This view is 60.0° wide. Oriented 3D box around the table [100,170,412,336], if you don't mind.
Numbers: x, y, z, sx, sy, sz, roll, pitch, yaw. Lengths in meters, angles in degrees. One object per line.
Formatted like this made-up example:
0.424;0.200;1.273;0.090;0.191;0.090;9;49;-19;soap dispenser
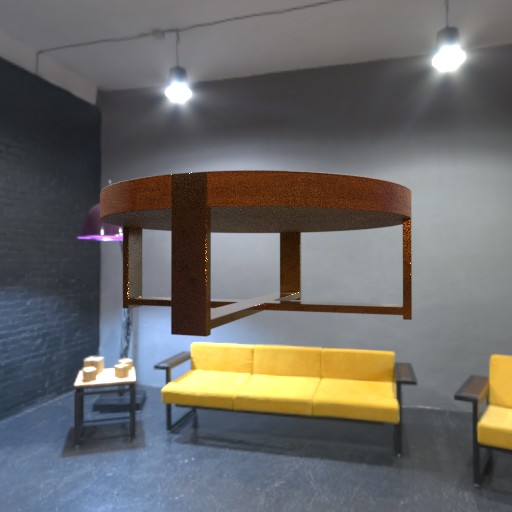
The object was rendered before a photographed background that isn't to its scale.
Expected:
0.000;0.000;1.663;1.100;0.420;1.100;0;-1;0;table
